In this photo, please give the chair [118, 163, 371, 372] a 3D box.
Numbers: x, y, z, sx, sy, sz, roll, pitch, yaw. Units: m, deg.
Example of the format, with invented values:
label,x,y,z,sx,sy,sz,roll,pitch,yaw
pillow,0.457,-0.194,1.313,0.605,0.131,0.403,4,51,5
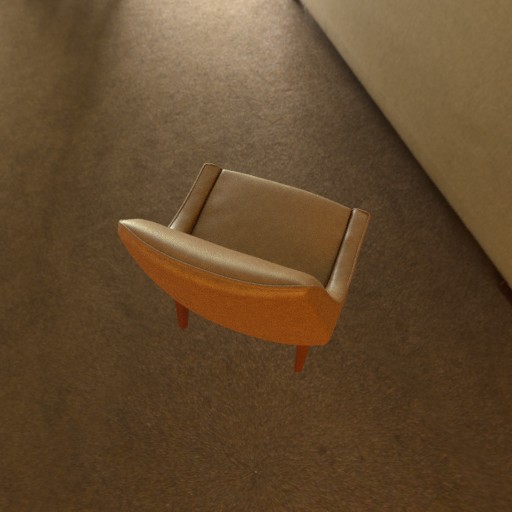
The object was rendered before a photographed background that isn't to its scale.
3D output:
label,x,y,z,sx,sy,sz,roll,pitch,yaw
chair,0.000,0.000,1.213,0.529,0.861,0.544,19,65,9
